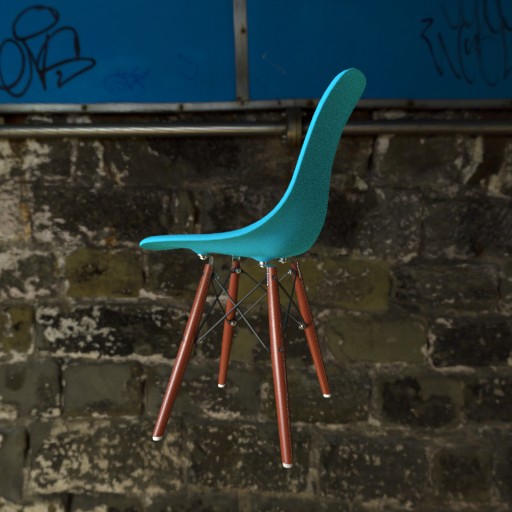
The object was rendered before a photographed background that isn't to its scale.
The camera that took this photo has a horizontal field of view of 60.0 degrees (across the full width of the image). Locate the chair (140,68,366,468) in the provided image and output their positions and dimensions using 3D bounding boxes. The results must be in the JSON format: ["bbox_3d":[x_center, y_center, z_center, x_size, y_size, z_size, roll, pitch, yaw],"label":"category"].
[{"bbox_3d":[0.000,0.000,1.122,0.533,0.826,0.470,1,2,18],"label":"chair"}]
